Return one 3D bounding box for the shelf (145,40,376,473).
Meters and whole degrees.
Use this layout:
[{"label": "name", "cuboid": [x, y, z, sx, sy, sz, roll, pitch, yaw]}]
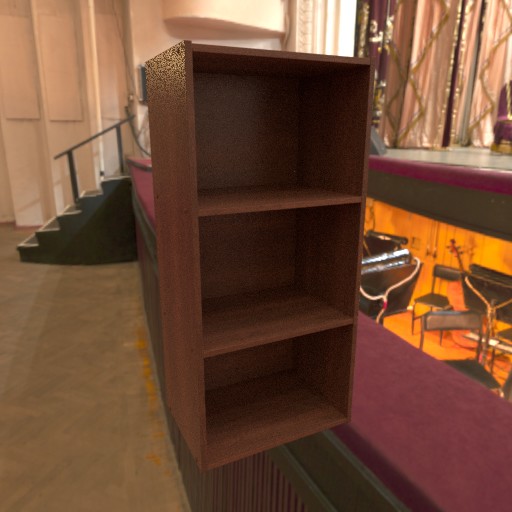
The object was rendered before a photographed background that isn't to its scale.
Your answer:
[{"label": "shelf", "cuboid": [0.000, 0.000, 1.075, 0.414, 0.879, 0.290, -8, 18, -25]}]
